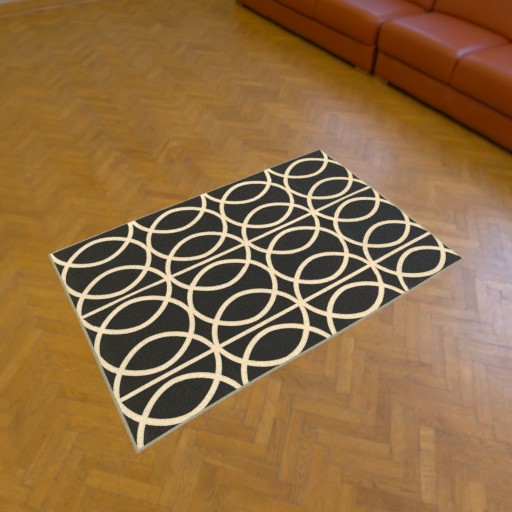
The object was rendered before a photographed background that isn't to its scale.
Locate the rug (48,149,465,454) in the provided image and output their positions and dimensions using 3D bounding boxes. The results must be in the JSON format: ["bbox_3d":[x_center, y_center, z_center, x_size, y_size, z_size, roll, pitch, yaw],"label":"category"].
[{"bbox_3d":[0.000,0.000,2.915,2.294,0.014,1.528,-25,52,-22],"label":"rug"}]
